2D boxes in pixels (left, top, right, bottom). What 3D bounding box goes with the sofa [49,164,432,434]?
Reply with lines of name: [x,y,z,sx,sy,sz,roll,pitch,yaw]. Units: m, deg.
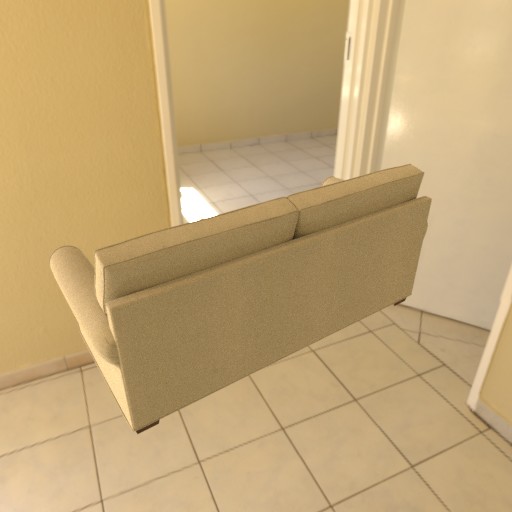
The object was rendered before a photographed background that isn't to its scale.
sofa: [0.000,0.000,2.670,2.146,0.962,0.901,-19,35,-29]
